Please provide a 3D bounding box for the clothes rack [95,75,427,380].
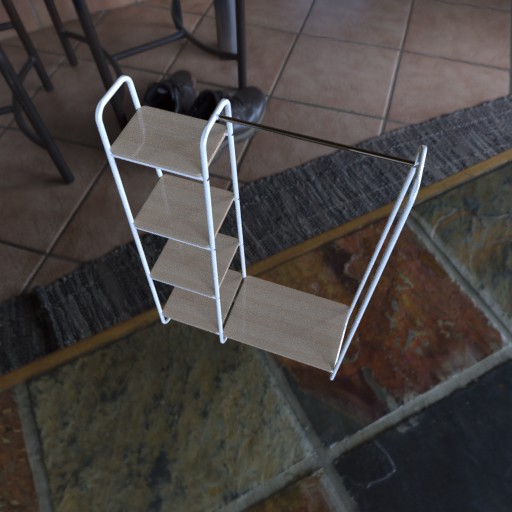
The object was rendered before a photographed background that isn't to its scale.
[{"bbox_3d":[0.000,0.000,1.973,1.011,1.500,0.400,17,59,10],"label":"clothes rack"}]
